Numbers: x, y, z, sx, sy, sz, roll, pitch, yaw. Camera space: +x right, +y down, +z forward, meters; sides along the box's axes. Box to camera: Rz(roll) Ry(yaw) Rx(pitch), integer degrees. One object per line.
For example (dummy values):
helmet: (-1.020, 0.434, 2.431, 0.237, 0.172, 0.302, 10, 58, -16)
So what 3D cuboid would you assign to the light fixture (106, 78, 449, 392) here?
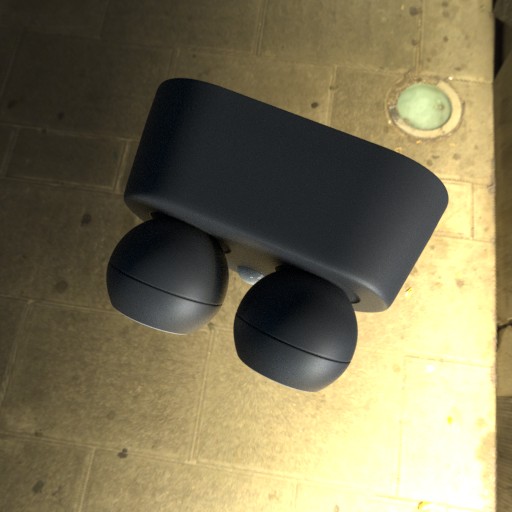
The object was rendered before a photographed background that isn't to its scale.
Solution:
light fixture: (0.000, 0.000, 0.338, 0.229, 0.159, 0.159, 22, 77, 6)
